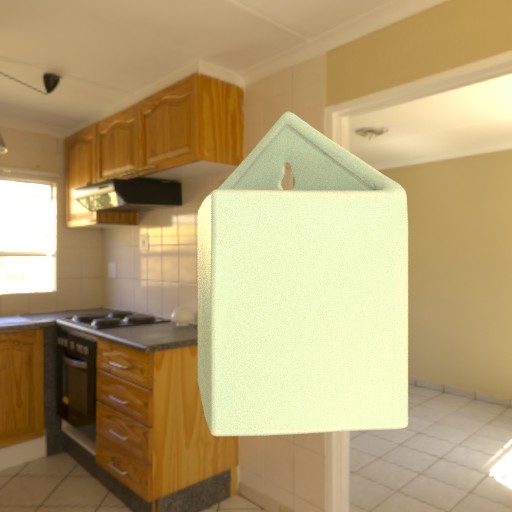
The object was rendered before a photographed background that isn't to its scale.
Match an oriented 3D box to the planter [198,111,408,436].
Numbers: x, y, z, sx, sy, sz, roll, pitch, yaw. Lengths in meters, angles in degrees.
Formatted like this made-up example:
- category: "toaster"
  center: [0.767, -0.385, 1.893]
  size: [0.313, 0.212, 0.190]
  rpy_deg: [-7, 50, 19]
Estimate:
- category: "planter"
  center: [0.000, 0.000, 0.274]
  size: [0.164, 0.197, 0.079]
  rpy_deg: [0, 0, 36]
